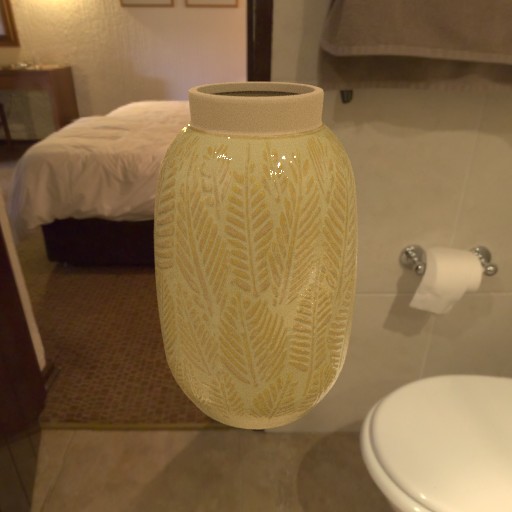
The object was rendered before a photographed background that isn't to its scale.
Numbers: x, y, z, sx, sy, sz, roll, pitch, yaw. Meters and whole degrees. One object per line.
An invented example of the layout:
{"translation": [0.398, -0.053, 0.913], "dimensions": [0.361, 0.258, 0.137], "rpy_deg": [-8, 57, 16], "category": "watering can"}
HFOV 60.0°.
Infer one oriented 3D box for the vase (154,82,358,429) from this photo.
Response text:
{"translation": [0.000, 0.000, 0.379], "dimensions": [0.172, 0.270, 0.172], "rpy_deg": [0, 27, 0], "category": "vase"}
